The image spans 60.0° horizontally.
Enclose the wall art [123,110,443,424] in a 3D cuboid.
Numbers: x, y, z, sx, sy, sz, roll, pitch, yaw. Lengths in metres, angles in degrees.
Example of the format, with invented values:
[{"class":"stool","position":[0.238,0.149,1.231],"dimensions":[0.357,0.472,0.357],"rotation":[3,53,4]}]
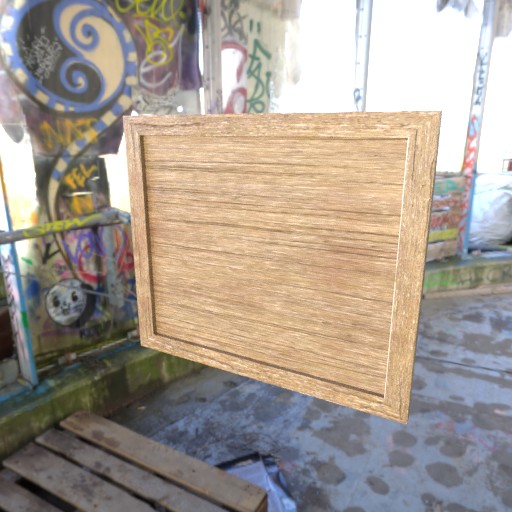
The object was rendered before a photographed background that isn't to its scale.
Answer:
[{"class":"wall art","position":[0.000,0.000,0.961],"dimensions":[0.690,0.588,0.026],"rotation":[9,18,27]}]
